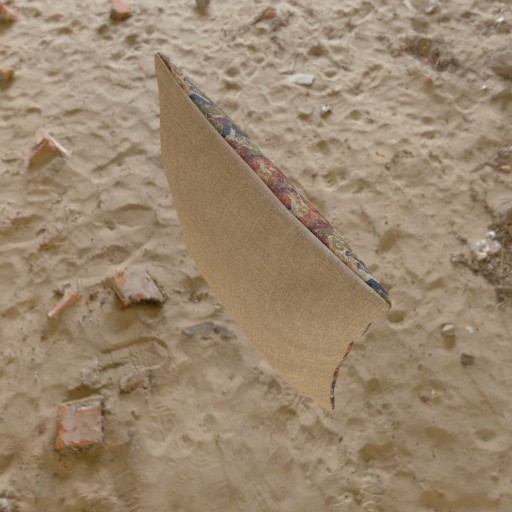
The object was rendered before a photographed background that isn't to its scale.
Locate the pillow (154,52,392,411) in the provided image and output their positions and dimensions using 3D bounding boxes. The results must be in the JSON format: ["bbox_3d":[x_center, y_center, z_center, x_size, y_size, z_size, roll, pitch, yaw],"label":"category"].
[{"bbox_3d":[0.000,0.000,0.783,0.166,0.506,0.523,-31,64,-17],"label":"pillow"}]
